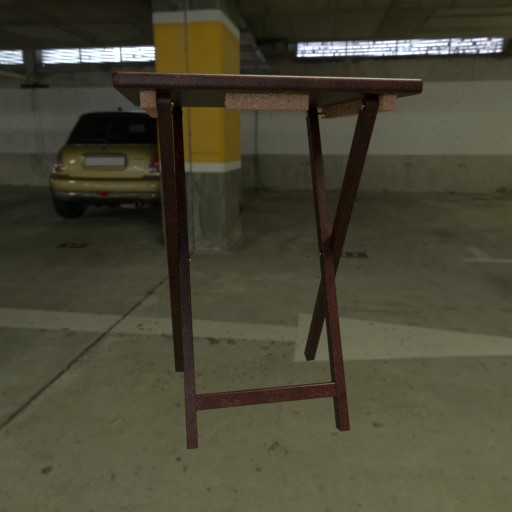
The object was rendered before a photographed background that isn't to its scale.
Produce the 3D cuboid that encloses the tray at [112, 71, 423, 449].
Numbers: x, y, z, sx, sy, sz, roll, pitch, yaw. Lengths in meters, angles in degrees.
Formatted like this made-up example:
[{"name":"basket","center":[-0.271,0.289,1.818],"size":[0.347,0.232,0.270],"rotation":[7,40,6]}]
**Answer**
[{"name":"tray","center":[0.000,0.000,0.930],"size":[0.483,0.660,0.381],"rotation":[-3,15,-10]}]
